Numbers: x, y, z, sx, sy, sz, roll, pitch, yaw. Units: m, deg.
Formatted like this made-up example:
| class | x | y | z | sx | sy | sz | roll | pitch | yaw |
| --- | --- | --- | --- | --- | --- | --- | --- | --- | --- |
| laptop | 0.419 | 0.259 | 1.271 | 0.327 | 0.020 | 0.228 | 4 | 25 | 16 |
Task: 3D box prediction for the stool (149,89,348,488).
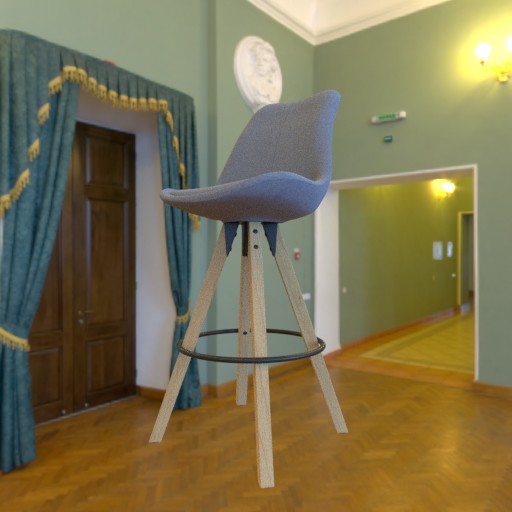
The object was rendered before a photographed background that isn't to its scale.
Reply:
| class | x | y | z | sx | sy | sz | roll | pitch | yaw |
| --- | --- | --- | --- | --- | --- | --- | --- | --- | --- |
| stool | 0.000 | 0.000 | 1.383 | 0.485 | 1.115 | 0.550 | 1 | 1 | 38 |
